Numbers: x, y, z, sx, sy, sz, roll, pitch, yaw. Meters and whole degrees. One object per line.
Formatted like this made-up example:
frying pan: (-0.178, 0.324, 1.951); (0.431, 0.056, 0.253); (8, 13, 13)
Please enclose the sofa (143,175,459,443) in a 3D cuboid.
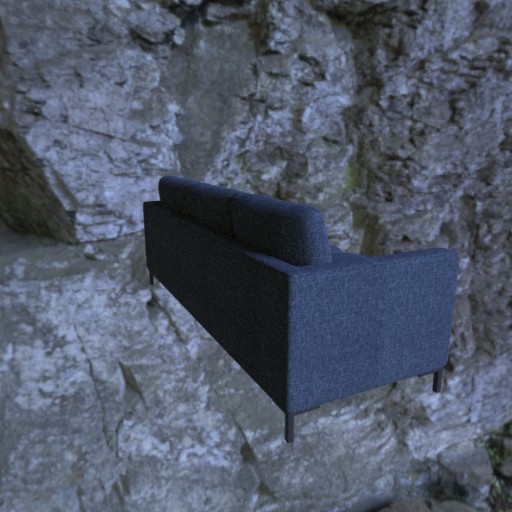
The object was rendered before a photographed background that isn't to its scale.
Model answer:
sofa: (0.000, 0.000, 2.683); (0.859, 0.874, 2.218); (-7, 16, -26)
